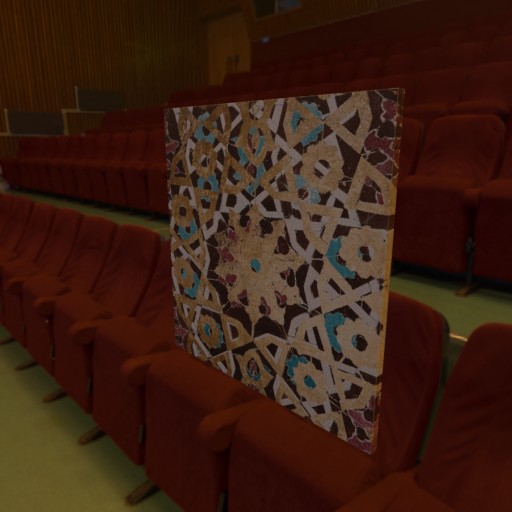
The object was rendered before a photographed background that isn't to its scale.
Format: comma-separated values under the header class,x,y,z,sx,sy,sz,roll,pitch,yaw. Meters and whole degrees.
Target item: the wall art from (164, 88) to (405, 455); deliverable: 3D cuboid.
class,x,y,z,sx,sy,sz,roll,pitch,yaw
wall art,0.000,0.000,1.155,0.028,0.762,0.757,-14,20,-42
